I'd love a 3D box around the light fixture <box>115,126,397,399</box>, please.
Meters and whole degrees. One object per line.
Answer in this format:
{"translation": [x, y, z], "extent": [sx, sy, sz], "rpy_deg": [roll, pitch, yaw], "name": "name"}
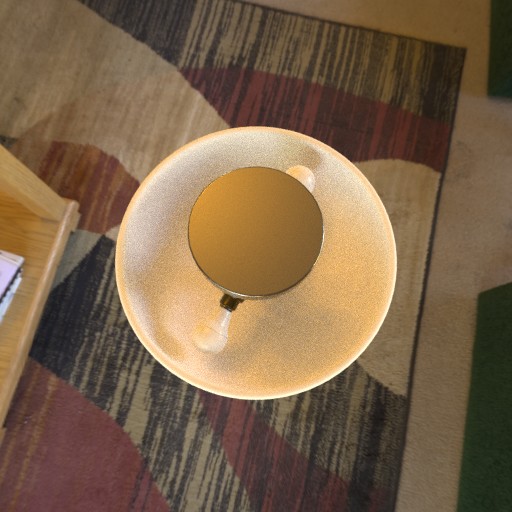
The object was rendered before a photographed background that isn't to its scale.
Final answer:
{"translation": [0.000, 0.000, 0.537], "extent": [0.330, 0.214, 0.330], "rpy_deg": [0, 76, 0], "name": "light fixture"}
